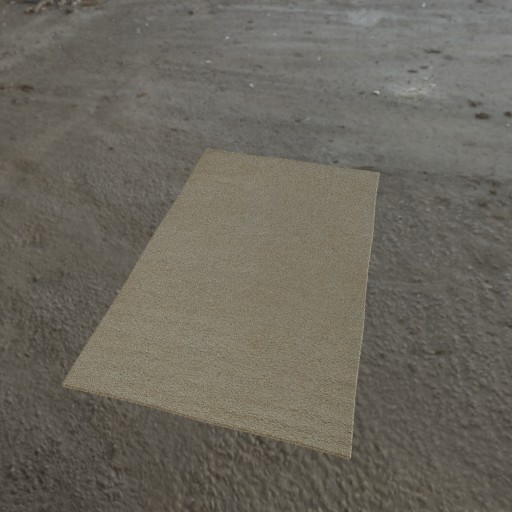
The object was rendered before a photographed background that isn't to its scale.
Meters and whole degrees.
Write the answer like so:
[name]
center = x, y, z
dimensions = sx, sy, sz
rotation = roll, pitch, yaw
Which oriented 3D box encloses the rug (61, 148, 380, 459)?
[rug]
center = 0.000, 0.000, 2.982
dimensions = 1.500, 0.025, 2.346
rotation = 10, 46, 10
